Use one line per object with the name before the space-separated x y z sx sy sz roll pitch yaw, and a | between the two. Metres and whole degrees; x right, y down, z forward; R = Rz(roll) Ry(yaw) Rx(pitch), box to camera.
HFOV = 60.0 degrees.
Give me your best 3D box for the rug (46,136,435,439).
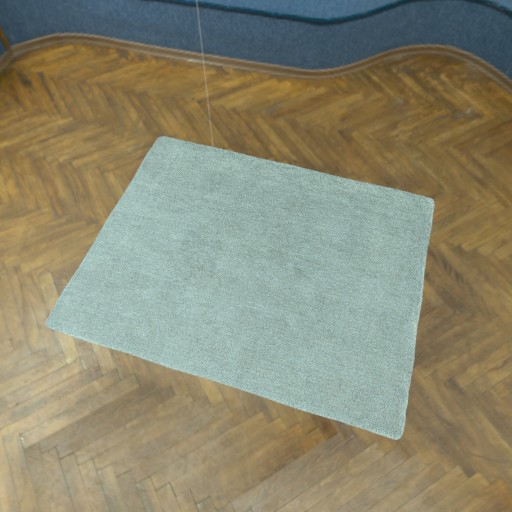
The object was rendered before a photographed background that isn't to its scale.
rug | 0.000 0.000 3.953 2.933 0.027 2.332 15 59 9
